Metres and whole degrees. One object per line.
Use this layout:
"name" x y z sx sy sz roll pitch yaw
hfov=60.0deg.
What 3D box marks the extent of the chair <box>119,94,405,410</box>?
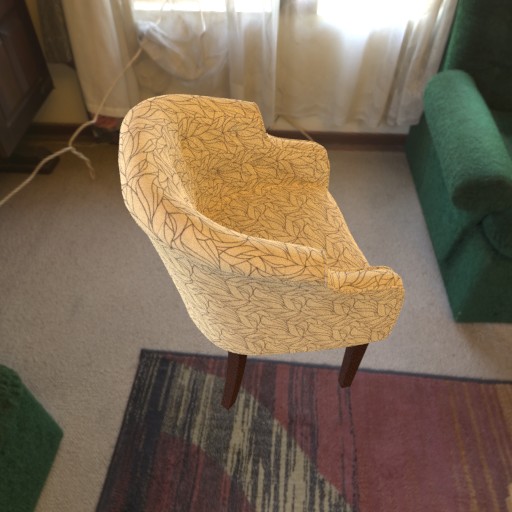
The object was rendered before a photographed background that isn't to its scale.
"chair" 0.000 0.000 1.289 0.613 0.858 0.686 -10 48 -9
